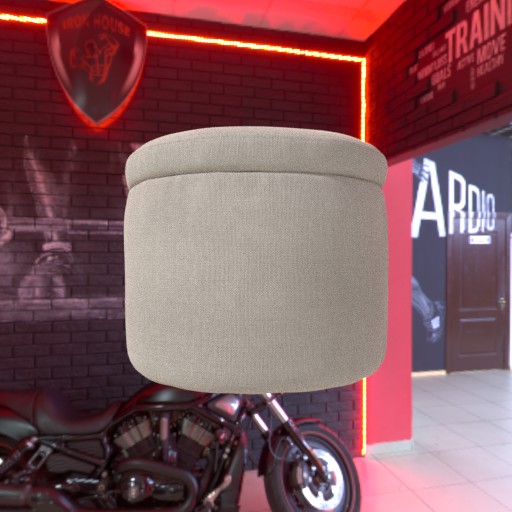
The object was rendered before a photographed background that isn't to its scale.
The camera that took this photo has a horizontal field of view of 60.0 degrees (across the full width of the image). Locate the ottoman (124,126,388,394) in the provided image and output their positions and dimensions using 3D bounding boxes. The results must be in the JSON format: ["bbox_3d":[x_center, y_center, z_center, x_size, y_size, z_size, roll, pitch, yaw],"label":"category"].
[{"bbox_3d":[0.000,0.000,0.870,0.497,0.409,0.497,0,0,0],"label":"ottoman"}]
